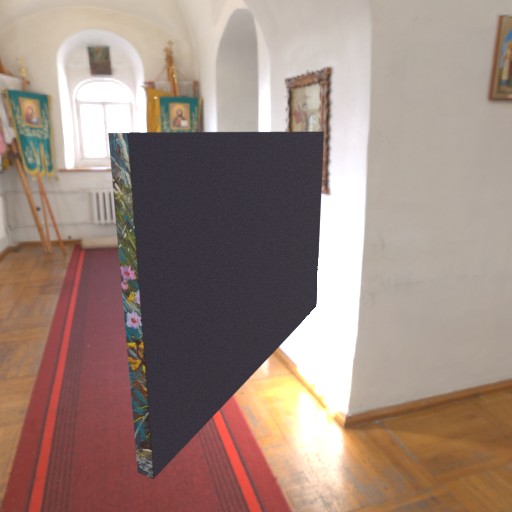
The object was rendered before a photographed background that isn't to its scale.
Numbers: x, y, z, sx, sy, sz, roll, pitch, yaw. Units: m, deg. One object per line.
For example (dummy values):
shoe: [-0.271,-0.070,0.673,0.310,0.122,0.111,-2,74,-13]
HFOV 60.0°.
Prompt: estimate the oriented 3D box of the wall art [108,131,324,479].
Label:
wall art: [0.000,0.000,1.119,0.037,0.604,0.908,8,17,25]
